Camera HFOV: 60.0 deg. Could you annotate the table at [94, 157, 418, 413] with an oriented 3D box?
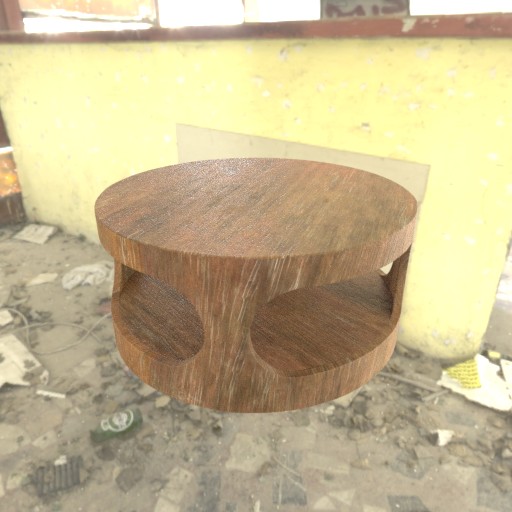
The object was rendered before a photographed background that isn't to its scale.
[{"bbox_3d":[0.000,0.000,1.501,0.974,0.450,0.974,0,25,0],"label":"table"}]
